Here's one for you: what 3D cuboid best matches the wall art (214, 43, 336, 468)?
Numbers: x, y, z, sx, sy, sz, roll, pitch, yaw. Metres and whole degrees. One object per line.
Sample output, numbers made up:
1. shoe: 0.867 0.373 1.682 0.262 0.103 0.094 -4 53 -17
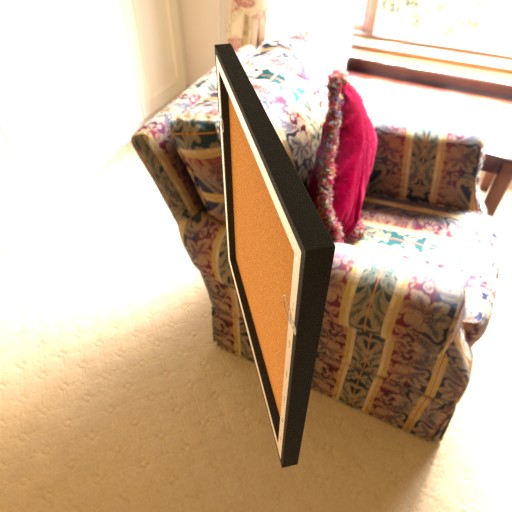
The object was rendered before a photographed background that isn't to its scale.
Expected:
1. wall art: 0.000 0.000 1.111 0.044 0.758 0.758 -9 45 -9
